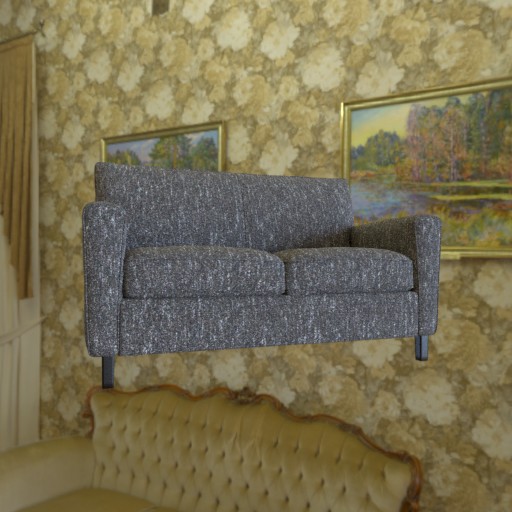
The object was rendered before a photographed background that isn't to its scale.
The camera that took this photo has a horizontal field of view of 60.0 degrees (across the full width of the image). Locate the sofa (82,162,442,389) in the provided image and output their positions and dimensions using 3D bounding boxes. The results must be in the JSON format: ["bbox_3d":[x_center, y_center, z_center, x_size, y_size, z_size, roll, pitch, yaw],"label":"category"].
[{"bbox_3d":[0.000,0.000,2.123,1.519,0.946,0.801,0,0,-18],"label":"sofa"}]
